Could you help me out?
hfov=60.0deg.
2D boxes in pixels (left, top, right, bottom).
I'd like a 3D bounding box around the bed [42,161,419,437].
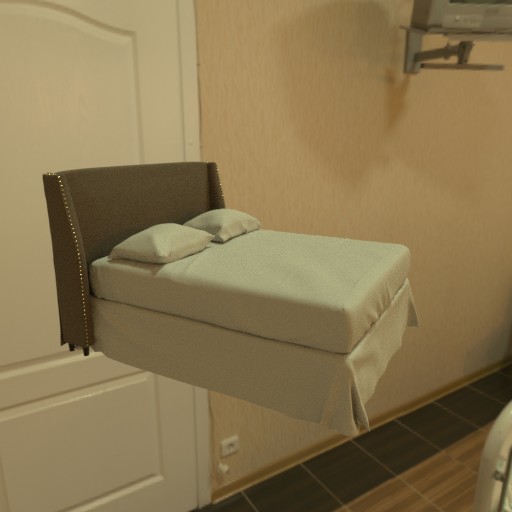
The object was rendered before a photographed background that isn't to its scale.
[{"bbox_3d":[0.000,0.000,3.413,2.276,1.332,1.925,8,17,28],"label":"bed"}]
